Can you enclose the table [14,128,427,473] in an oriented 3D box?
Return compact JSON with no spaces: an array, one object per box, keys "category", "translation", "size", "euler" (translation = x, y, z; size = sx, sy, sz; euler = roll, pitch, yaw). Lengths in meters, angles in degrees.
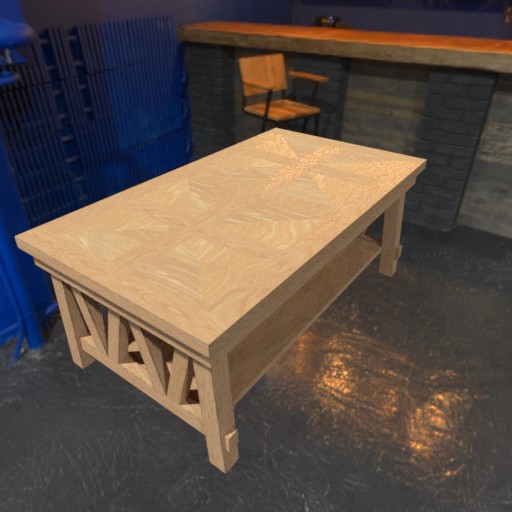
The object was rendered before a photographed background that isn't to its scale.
[{"category":"table","translation":[0.000,0.000,1.605],"size":[0.711,0.507,1.270],"euler":[22,38,30]}]
